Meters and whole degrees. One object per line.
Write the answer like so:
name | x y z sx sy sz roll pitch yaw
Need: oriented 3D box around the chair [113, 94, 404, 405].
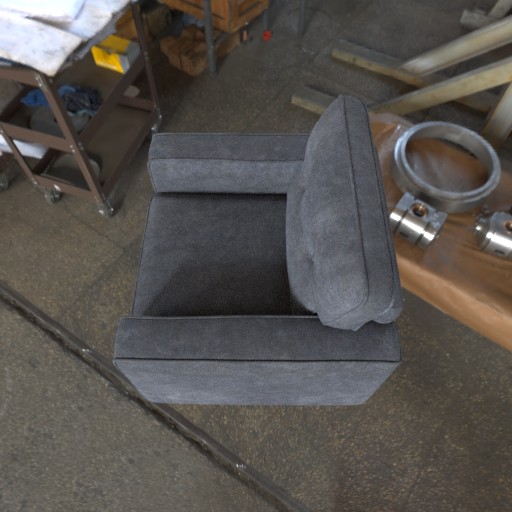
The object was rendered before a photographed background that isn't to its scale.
chair | 0.000 0.000 1.777 0.939 0.965 1.015 1 60 0
